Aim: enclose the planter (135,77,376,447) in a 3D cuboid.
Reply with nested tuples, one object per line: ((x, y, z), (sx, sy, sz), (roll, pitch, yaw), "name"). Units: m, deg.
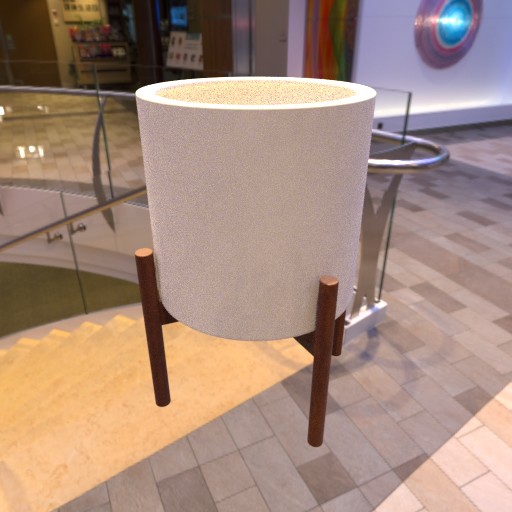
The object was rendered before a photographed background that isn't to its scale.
((0.000, 0.000, 0.943), (0.417, 0.670, 0.417), (9, 29, 16), "planter")
